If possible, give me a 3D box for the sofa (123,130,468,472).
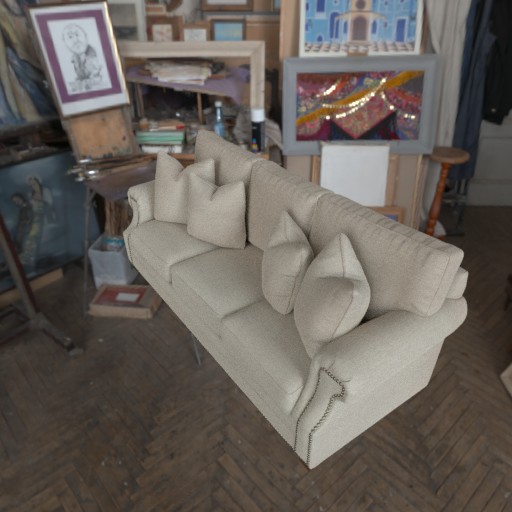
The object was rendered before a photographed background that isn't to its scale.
[{"bbox_3d":[0.000,0.000,2.740,0.965,0.975,2.312,-21,38,-29],"label":"sofa"}]
